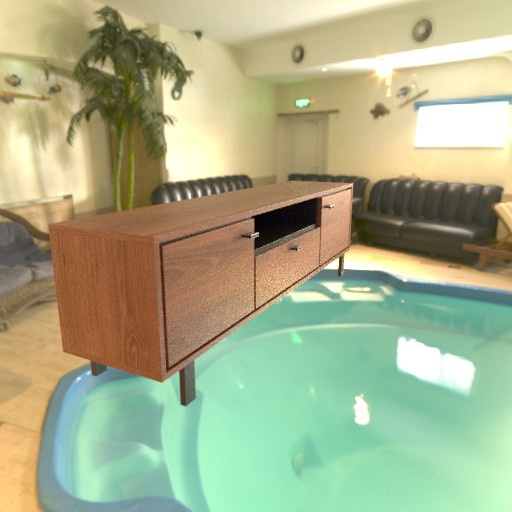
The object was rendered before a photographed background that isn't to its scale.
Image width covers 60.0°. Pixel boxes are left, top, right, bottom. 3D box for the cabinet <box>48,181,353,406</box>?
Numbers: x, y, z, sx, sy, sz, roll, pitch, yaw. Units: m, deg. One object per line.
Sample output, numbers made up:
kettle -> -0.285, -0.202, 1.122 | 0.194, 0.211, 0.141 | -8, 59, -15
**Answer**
cabinet -> 0.000, 0.000, 1.879 | 0.400, 0.500, 1.650 | 7, 16, 27
